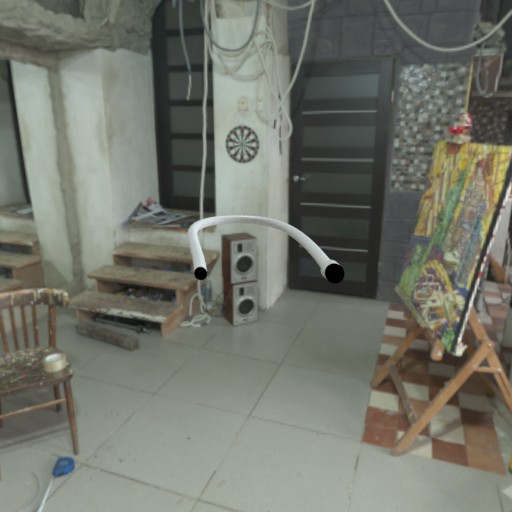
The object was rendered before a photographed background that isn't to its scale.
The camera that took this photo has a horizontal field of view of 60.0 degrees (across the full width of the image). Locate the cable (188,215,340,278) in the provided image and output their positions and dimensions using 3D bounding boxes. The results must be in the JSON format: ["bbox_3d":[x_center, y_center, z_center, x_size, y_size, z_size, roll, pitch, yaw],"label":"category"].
[{"bbox_3d":[0.000,0.000,0.114,0.040,0.006,0.098,-3,16,-9],"label":"cable"}]
